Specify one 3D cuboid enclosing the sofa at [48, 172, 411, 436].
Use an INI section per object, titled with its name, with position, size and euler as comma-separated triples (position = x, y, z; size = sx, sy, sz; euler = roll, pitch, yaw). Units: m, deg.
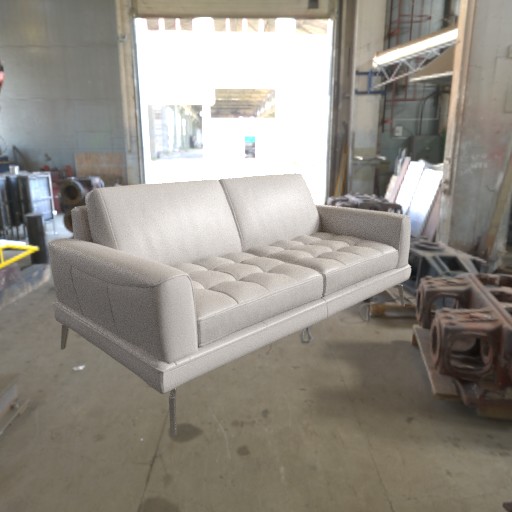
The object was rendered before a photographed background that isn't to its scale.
[sofa]
position = 0.000, 0.000, 2.786
size = 1.121, 0.930, 2.177
euler = 14, 20, 43
